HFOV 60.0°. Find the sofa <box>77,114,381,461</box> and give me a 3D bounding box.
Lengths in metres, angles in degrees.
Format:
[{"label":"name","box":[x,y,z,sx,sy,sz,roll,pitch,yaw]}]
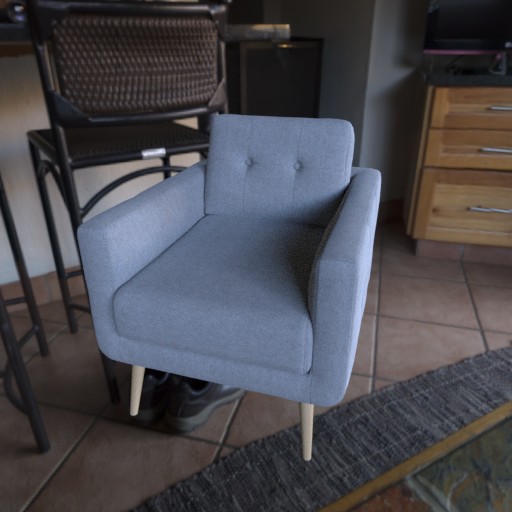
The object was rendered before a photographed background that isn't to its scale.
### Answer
[{"label":"sofa","box":[0.000,0.000,1.541,0.770,0.860,0.920,8,26,16]}]
